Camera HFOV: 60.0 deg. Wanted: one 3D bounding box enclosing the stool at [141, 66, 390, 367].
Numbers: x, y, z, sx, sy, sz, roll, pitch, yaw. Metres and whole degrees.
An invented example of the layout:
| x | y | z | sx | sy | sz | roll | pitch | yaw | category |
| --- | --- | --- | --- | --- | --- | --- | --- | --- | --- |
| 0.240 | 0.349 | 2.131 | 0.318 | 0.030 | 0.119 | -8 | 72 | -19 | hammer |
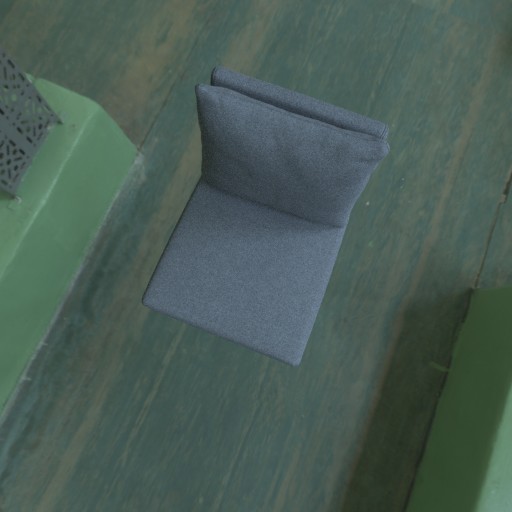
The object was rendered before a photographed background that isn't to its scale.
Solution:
| x | y | z | sx | sy | sz | roll | pitch | yaw | category |
| --- | --- | --- | --- | --- | --- | --- | --- | --- | --- |
| 0.000 | 0.000 | 1.430 | 0.463 | 1.130 | 0.569 | 21 | 78 | 5 | stool |
